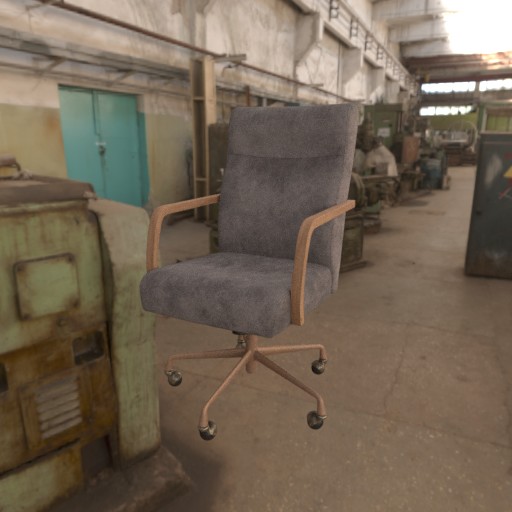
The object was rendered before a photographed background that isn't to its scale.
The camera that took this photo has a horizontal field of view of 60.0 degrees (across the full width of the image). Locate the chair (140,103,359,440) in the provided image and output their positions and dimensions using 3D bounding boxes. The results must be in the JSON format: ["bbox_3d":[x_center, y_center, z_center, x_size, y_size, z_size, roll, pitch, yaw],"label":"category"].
[{"bbox_3d":[0.000,0.000,1.538,0.640,1.029,0.741,8,17,26],"label":"chair"}]
